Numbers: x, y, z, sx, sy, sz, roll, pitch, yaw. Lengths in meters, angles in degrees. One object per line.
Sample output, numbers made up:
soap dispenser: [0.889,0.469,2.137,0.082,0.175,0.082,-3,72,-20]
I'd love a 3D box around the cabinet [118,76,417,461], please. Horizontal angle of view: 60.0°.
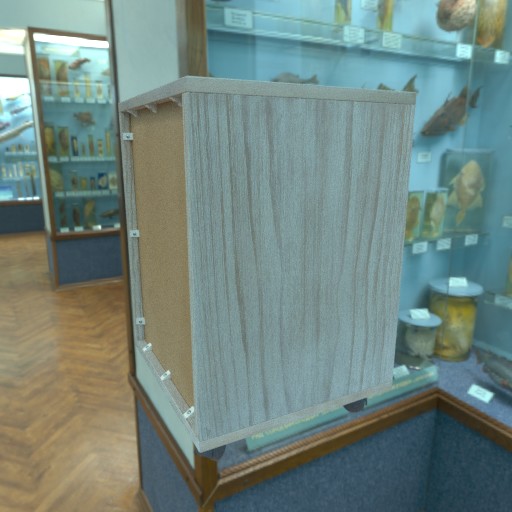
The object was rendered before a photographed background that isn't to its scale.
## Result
cabinet: [0.000,0.000,0.861,0.401,0.579,0.409,-7,16,-27]
